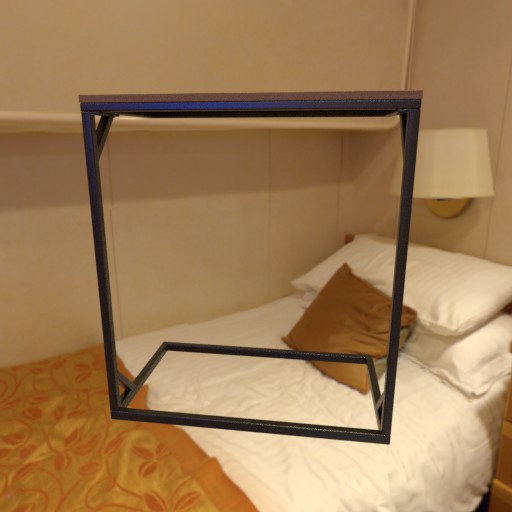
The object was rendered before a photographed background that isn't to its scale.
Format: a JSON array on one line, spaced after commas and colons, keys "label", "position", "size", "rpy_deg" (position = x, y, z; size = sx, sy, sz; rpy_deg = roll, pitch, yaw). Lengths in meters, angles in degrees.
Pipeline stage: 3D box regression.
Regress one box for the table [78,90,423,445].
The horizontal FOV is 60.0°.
[{"label": "table", "position": [0.000, 0.000, 1.013], "size": [0.597, 0.673, 0.351], "rpy_deg": [2, 15, 8]}]
